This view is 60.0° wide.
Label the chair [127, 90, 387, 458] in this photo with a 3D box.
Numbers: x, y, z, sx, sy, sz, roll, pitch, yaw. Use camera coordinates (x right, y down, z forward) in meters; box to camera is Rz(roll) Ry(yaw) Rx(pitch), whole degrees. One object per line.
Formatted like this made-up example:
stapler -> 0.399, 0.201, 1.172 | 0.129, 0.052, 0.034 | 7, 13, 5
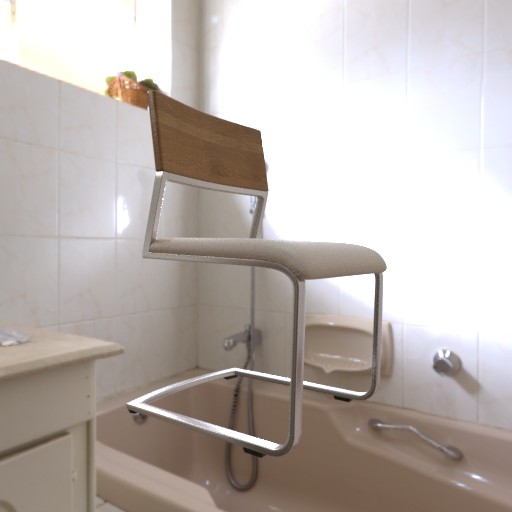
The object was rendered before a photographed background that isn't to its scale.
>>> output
chair -> 0.000, 0.000, 1.217 | 0.585, 0.844, 0.467 | 0, 0, 36
